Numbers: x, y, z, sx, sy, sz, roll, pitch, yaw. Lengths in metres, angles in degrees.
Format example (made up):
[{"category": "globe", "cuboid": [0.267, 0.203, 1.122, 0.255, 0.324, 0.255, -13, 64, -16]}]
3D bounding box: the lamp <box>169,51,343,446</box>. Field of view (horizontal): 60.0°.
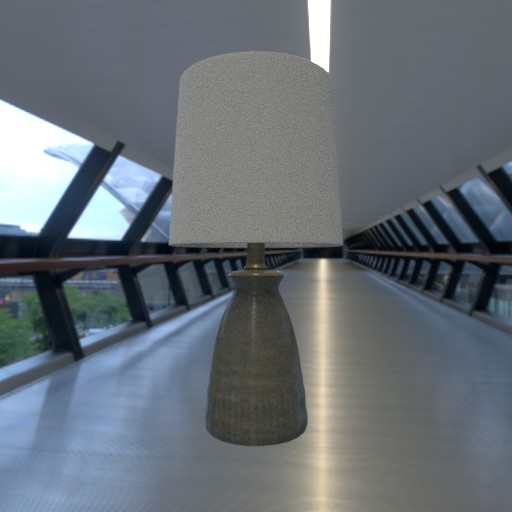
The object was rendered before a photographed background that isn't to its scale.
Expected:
[{"category": "lamp", "cuboid": [0.000, 0.000, 0.482, 0.186, 0.369, 0.186, 0, 0, 0]}]
